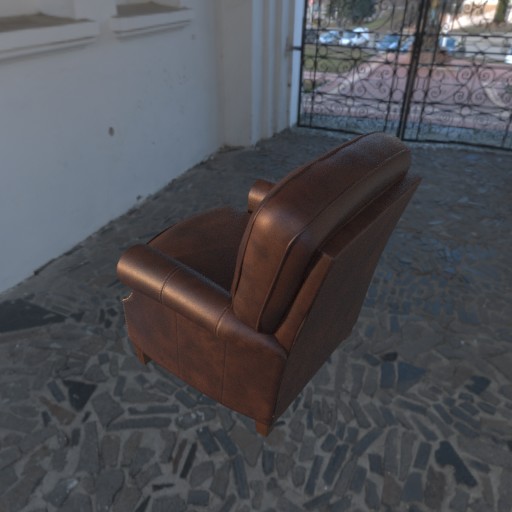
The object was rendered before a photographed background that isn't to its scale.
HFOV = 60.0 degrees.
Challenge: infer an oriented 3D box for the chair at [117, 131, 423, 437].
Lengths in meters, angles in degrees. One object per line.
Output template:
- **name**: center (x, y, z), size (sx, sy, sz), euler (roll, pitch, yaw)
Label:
- **chair**: center (0.000, 0.000, 1.777), size (0.986, 1.018, 0.936), euler (21, 38, 30)
